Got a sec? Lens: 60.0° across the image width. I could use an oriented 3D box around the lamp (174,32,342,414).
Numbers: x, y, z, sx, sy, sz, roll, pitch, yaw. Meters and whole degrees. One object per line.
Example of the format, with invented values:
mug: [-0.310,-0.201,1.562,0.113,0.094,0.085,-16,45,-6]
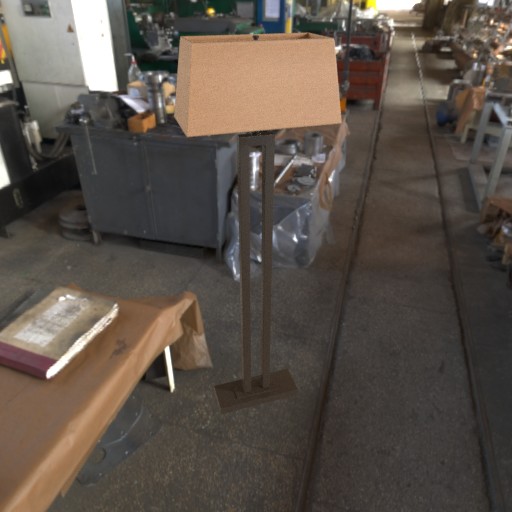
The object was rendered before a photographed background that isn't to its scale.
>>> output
lamp: [0.000,0.000,1.643,0.475,1.469,0.233,-9,33,-15]
